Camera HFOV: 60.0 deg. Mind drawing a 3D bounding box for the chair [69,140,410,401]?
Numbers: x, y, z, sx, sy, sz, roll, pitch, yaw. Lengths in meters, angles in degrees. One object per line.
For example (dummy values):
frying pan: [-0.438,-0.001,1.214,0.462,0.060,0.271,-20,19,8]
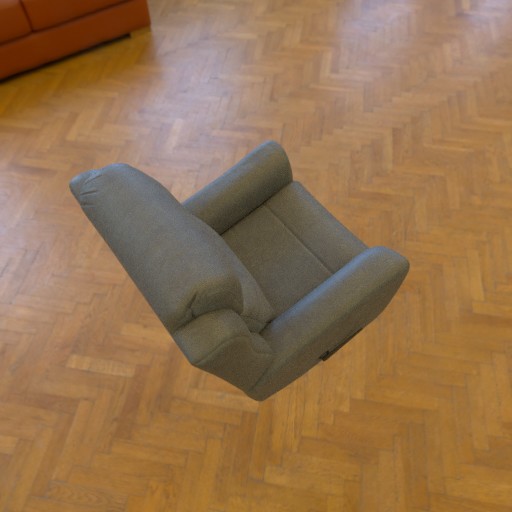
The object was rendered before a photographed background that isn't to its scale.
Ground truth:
chair: [0.000,0.000,1.942,1.068,1.116,0.967,-32,63,-19]
